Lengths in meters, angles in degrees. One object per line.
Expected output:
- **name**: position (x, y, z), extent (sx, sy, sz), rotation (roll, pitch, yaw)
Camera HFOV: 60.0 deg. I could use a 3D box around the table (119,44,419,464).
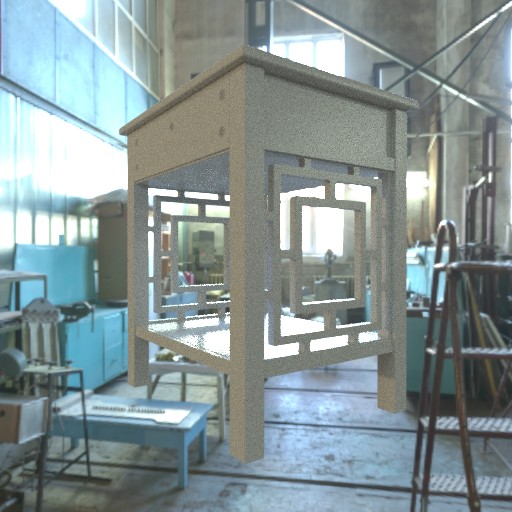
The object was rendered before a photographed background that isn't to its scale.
- **table**: position (0.000, 0.000, 1.027), extent (0.451, 0.646, 0.564), rotation (0, 1, -36)
